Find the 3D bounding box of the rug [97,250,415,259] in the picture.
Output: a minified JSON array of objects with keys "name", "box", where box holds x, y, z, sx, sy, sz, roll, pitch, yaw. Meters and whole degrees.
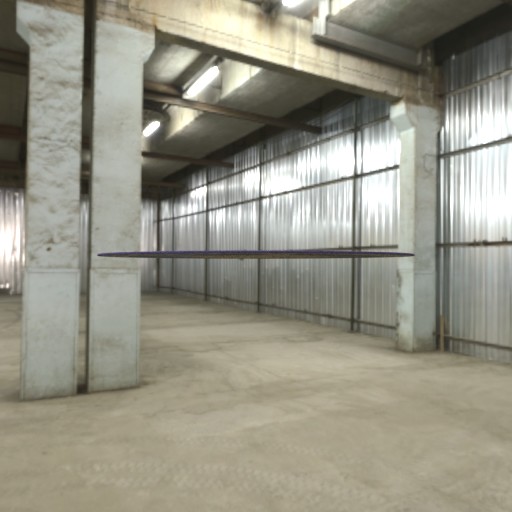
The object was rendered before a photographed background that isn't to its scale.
[{"name":"rug","box":[0.000,0.000,3.535,2.386,0.014,2.386,0,-1,0]}]
